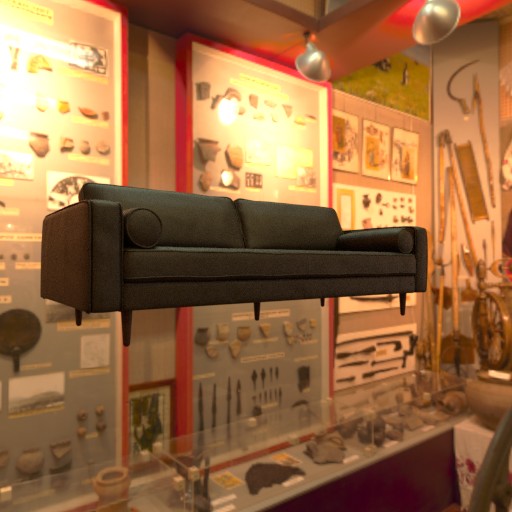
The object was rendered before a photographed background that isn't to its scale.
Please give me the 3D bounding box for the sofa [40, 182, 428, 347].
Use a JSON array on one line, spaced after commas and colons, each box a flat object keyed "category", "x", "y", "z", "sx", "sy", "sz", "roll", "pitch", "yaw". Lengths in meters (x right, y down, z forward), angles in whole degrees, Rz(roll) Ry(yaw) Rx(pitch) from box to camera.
[{"category": "sofa", "x": 0.000, "y": 0.000, "z": 2.630, "sx": 2.210, "sy": 0.762, "sz": 0.914, "roll": 1, "pitch": -1, "yaw": -36}]
